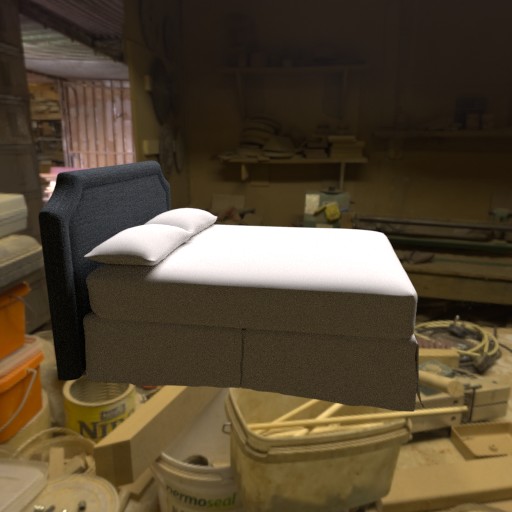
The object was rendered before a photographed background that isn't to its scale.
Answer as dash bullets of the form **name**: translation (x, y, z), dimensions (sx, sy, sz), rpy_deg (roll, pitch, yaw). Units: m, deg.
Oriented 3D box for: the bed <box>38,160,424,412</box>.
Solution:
- **bed**: translation (0.000, 0.000, 3.275), dimensions (2.208, 1.297, 1.828), rpy_deg (3, 15, 9)
